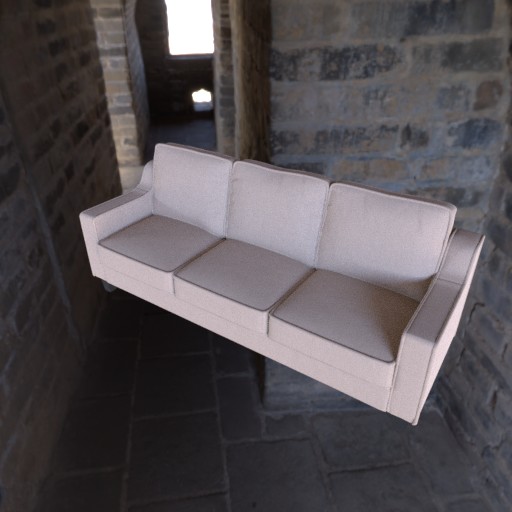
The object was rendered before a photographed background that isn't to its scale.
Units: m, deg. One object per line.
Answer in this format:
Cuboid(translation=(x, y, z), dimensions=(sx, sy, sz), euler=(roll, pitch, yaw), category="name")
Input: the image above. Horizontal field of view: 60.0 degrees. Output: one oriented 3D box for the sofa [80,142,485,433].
Cuboid(translation=(0.000, 0.000, 2.499), dimensions=(2.131, 0.902, 0.791), euler=(19, 35, 29), category="sofa")
